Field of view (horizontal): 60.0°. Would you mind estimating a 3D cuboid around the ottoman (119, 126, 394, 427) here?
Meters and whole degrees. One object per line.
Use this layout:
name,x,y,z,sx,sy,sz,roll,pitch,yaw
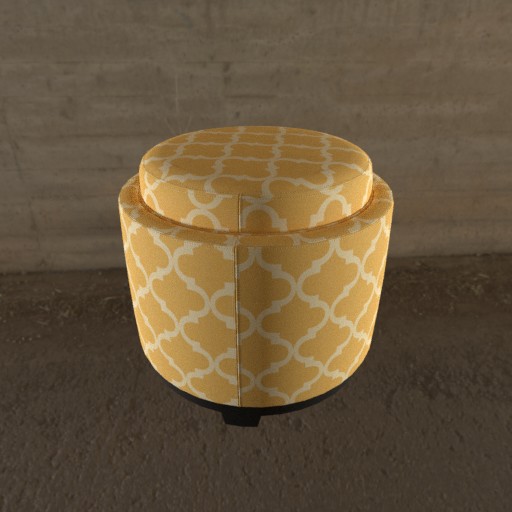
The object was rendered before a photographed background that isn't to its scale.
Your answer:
ottoman,0.000,0.000,0.856,0.480,0.429,0.480,0,29,0
